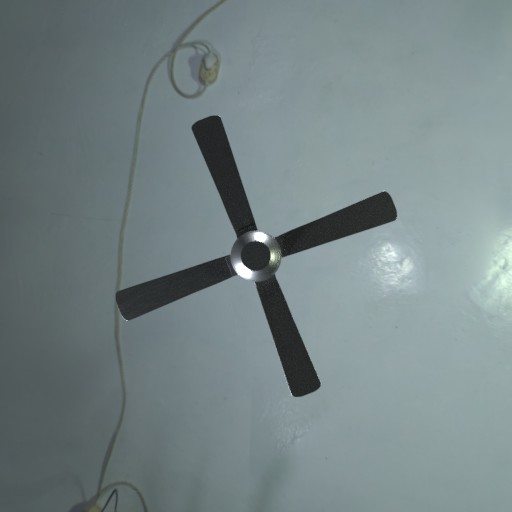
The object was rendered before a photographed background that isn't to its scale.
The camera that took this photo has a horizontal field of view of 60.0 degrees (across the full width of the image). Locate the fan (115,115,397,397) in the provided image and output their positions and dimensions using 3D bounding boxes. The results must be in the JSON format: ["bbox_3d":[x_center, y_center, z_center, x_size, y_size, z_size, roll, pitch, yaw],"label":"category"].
[{"bbox_3d":[0.000,0.000,2.002,1.321,0.381,1.321,0,90,0],"label":"fan"}]
